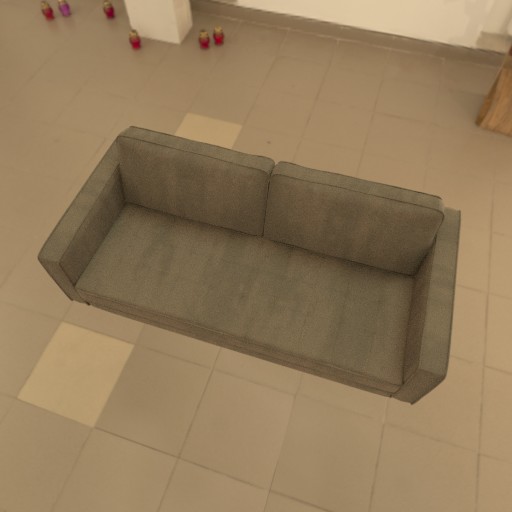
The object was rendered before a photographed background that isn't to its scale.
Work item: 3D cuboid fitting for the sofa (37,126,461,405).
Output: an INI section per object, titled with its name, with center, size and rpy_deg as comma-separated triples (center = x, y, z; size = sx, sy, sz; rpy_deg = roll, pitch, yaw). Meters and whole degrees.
[sofa]
center = 0.000, 0.000, 2.326
size = 1.920, 0.825, 0.924
rpy_deg = 15, 59, 9
